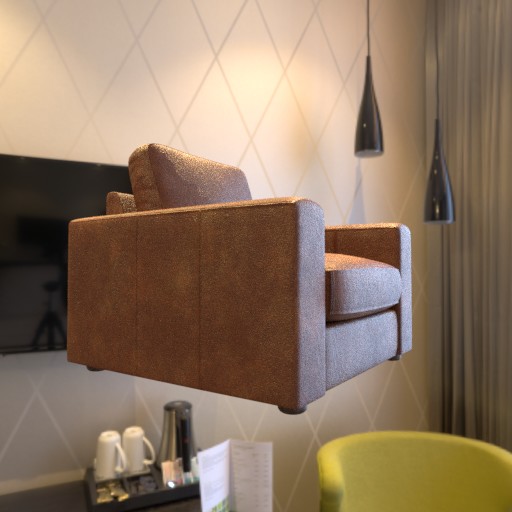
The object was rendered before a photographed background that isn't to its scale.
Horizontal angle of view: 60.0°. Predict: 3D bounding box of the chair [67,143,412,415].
[{"bbox_3d":[0.000,0.000,1.763,1.016,0.873,1.005,-1,-2,35],"label":"chair"}]
